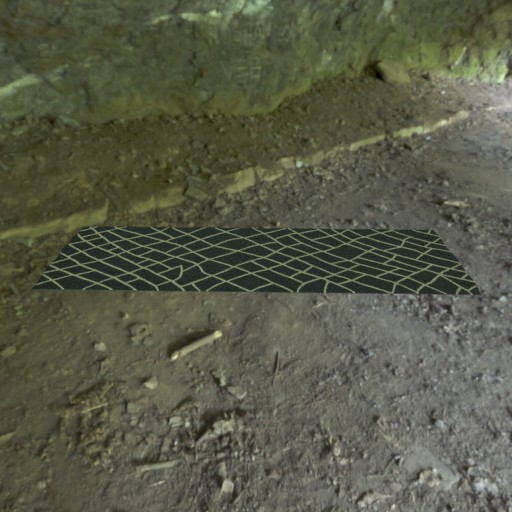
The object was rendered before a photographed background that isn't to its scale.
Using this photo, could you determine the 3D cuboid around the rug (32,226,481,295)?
[{"bbox_3d":[0.000,0.000,2.756,2.476,0.010,0.807,1,29,1],"label":"rug"}]
